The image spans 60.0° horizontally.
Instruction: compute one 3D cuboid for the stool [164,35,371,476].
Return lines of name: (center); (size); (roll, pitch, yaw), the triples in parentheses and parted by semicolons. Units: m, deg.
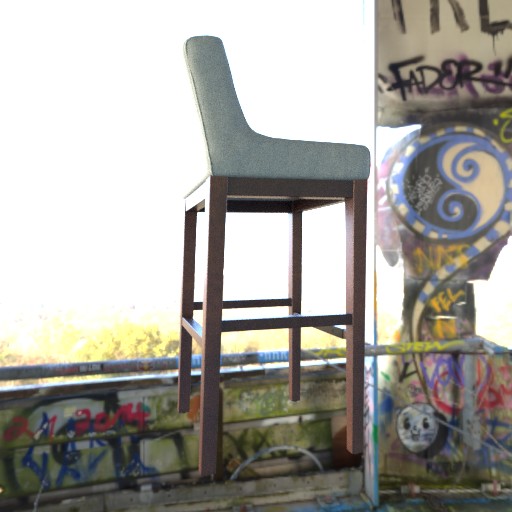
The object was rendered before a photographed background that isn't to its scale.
stool: (0.000, 0.000, 1.311); (0.500, 1.037, 0.511); (0, 0, -17)
